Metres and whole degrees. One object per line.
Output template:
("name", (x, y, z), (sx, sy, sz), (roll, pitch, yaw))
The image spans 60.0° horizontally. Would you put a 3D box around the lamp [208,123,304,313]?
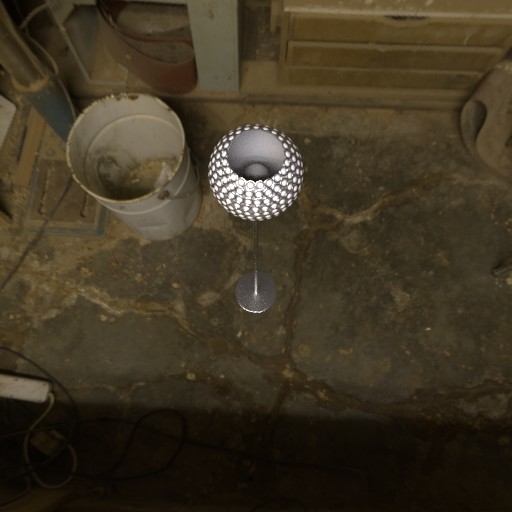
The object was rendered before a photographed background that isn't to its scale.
("lamp", (0.000, 0.000, 1.855), (0.254, 1.805, 0.254), (0, 76, 0))
